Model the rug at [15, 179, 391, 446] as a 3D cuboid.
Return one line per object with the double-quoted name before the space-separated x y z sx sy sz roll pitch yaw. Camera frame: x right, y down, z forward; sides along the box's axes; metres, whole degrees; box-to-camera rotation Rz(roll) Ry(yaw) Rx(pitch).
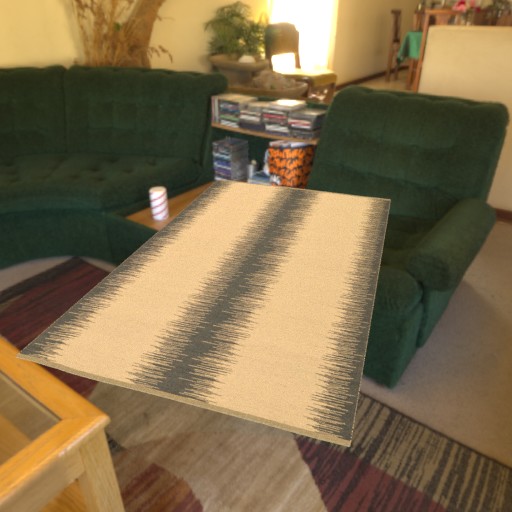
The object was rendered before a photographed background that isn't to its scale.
"rug" 0.000 0.000 2.823 1.519 0.003 2.453 9 31 16
